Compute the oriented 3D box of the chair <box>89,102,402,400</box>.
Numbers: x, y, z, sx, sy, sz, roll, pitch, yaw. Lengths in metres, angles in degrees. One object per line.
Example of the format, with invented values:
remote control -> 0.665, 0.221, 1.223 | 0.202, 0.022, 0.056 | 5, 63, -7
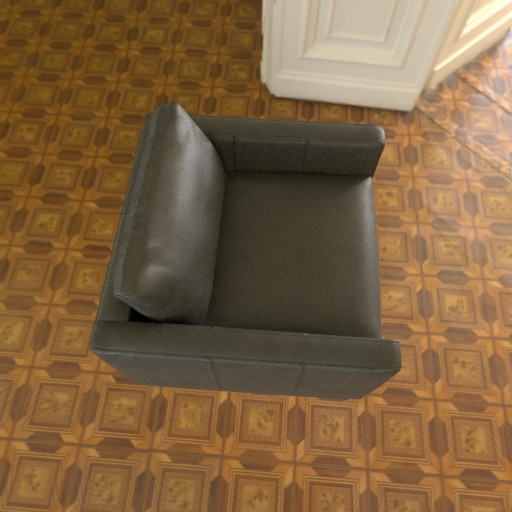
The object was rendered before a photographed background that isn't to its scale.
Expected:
chair -> 0.000, 0.000, 1.530 | 0.861, 0.824, 0.967 | 4, 64, 2
